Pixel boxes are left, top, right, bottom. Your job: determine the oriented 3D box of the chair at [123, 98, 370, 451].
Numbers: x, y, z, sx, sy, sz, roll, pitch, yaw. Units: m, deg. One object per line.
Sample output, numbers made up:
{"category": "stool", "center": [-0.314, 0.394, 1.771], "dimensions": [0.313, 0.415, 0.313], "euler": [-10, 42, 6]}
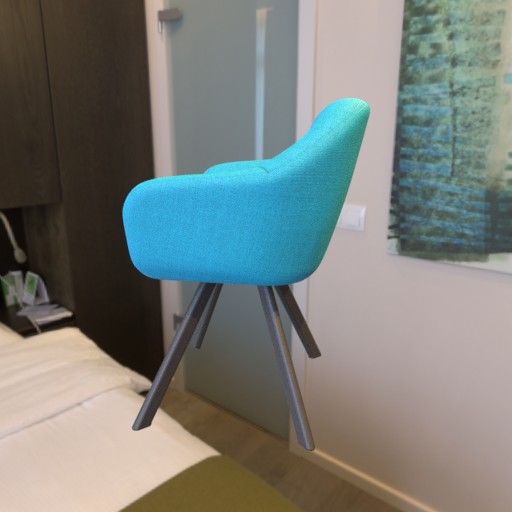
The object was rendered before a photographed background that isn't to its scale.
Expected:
{"category": "chair", "center": [0.000, 0.000, 1.193], "dimensions": [0.550, 0.795, 0.590], "euler": [3, 15, 10]}
